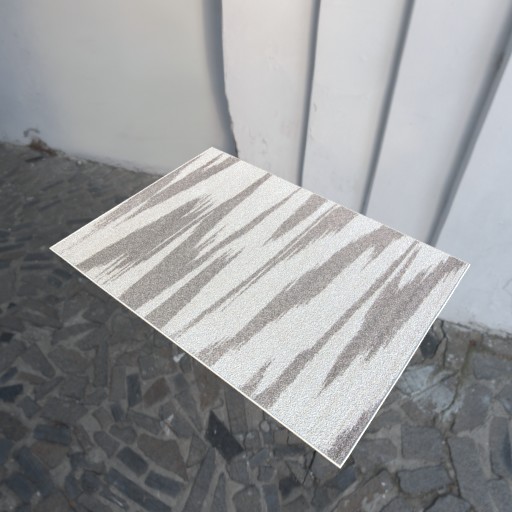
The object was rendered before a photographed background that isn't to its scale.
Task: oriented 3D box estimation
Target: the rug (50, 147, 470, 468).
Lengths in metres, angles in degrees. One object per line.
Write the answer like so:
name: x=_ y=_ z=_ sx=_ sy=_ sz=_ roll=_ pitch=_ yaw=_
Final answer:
rug: x=0.000 y=0.000 z=2.763 sx=2.142 sy=0.010 sz=1.533 roll=30 pitch=52 yaw=26
